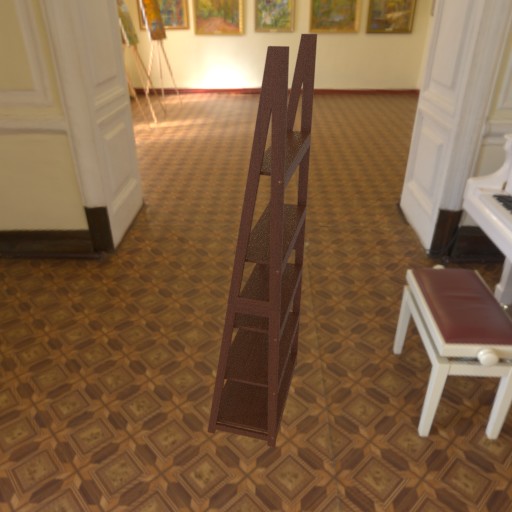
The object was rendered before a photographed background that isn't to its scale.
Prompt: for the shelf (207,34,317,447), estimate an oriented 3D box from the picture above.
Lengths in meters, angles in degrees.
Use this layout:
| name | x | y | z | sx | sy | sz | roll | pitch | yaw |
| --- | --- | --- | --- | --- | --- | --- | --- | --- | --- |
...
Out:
| name | x | y | z | sx | sy | sz | roll | pitch | yaw |
| --- | --- | --- | --- | --- | --- | --- | --- | --- | --- |
| shelf | 0.000 | 0.000 | 2.004 | 0.350 | 1.770 | 0.600 | 8 | 31 | 13 |
